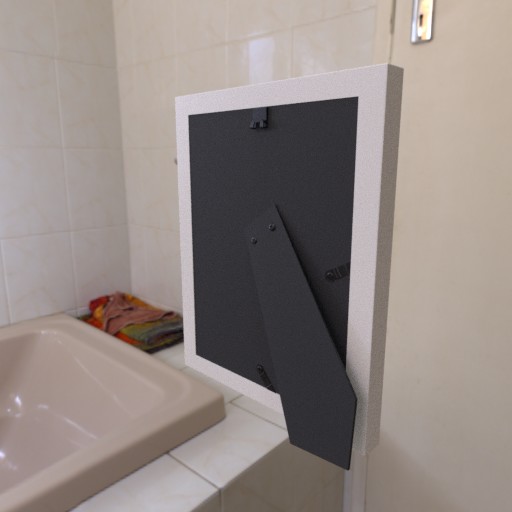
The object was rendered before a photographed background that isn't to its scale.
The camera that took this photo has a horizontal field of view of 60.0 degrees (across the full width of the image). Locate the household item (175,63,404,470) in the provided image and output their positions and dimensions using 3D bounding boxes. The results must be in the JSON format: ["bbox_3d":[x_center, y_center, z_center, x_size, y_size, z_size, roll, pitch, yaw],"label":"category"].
[{"bbox_3d":[0.000,0.000,0.340,0.200,0.250,0.045,12,17,43],"label":"household item"}]
